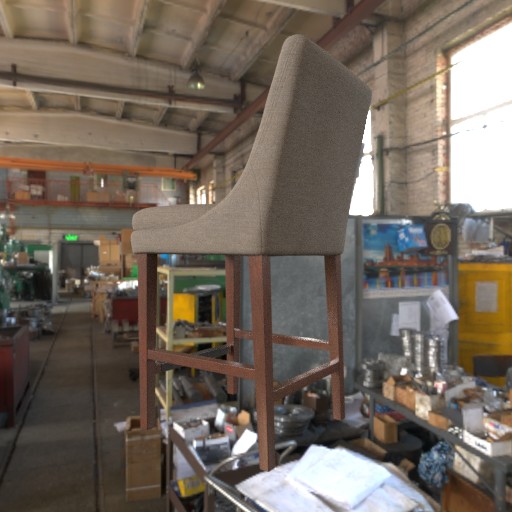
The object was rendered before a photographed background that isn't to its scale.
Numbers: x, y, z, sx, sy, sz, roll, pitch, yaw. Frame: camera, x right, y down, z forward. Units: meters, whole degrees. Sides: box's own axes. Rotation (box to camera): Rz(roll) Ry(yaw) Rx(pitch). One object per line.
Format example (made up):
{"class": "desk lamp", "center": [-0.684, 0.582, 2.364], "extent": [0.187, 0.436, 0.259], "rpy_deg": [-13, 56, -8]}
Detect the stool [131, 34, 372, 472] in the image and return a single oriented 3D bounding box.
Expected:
{"class": "stool", "center": [0.000, 0.000, 1.280], "extent": [0.577, 0.981, 0.470], "rpy_deg": [0, 0, 36]}
